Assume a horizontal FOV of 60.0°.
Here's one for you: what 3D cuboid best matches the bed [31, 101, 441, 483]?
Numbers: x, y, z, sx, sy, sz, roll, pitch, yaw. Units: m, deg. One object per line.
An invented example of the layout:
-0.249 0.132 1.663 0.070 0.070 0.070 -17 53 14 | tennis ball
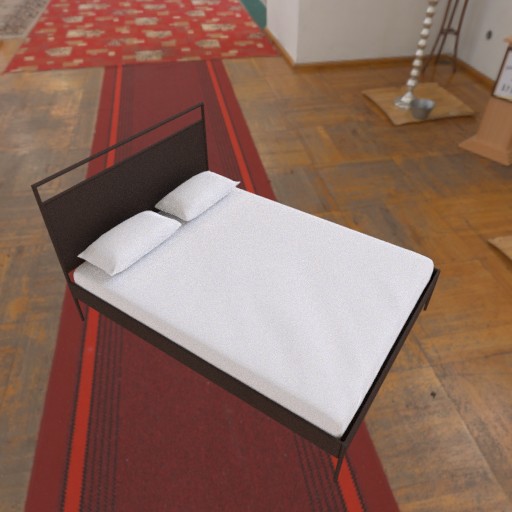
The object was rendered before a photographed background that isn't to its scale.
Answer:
0.000 0.000 3.002 2.122 1.173 1.572 24 45 25 | bed
